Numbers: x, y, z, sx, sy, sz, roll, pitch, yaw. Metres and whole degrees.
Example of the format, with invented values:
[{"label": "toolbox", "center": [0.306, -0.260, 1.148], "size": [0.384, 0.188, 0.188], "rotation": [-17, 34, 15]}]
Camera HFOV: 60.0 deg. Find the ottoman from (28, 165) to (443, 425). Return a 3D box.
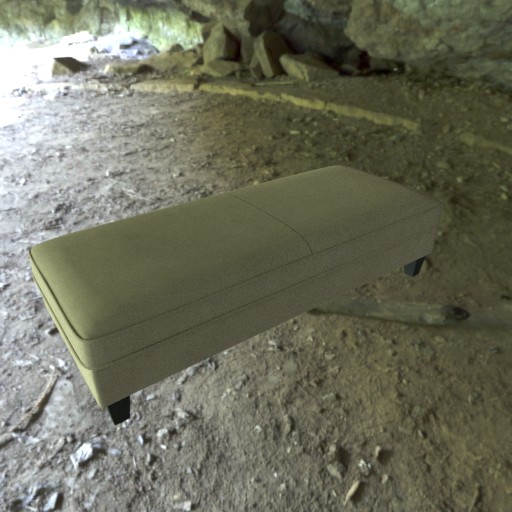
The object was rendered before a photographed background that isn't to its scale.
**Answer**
[{"label": "ottoman", "center": [0.000, 0.000, 1.984], "size": [1.726, 0.460, 0.735], "rotation": [-20, 35, -31]}]
